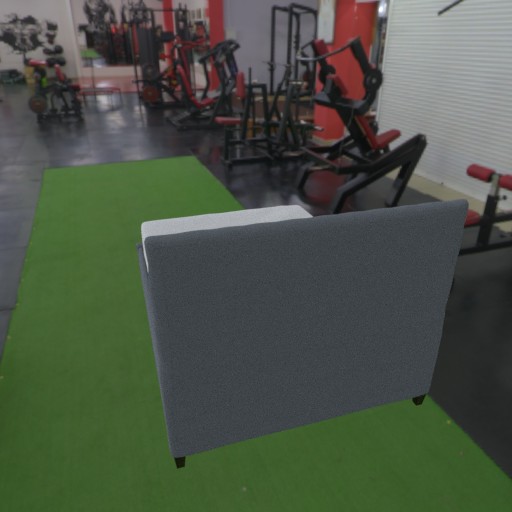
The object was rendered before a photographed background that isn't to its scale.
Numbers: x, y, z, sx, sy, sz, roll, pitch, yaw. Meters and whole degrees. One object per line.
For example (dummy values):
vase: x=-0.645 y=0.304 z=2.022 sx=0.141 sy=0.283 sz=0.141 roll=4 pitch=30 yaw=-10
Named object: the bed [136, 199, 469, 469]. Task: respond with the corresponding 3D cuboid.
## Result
bed: x=0.000 y=0.000 z=3.350 sx=1.698 sy=1.427 sz=2.231 roll=-8 pitch=27 yaw=-16
